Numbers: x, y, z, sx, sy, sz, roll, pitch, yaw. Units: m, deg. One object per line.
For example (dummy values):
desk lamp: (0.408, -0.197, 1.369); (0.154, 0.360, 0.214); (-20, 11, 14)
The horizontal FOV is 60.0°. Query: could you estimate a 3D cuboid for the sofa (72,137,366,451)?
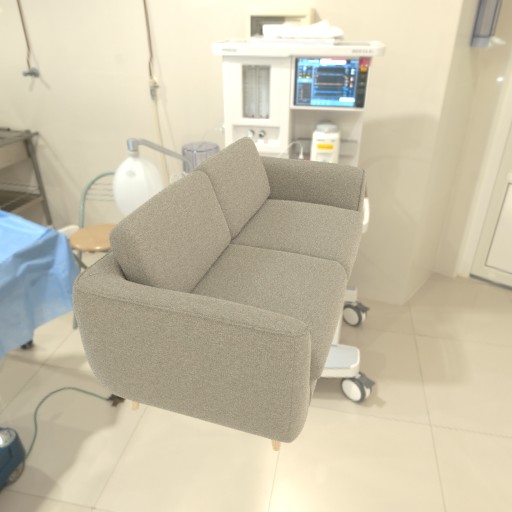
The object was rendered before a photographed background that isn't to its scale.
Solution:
sofa: (0.000, 0.000, 2.171); (0.920, 0.850, 1.700); (9, 31, 16)
